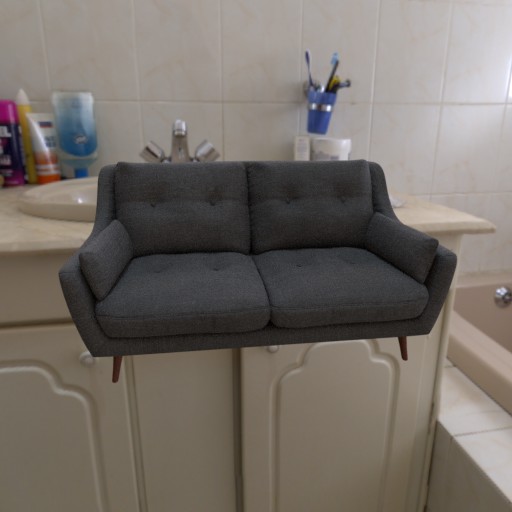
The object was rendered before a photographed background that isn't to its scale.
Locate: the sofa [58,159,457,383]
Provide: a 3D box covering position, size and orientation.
[{"bbox_3d":[0.000,0.000,2.215,1.646,0.887,0.976,-2,17,-8],"label":"sofa"}]
